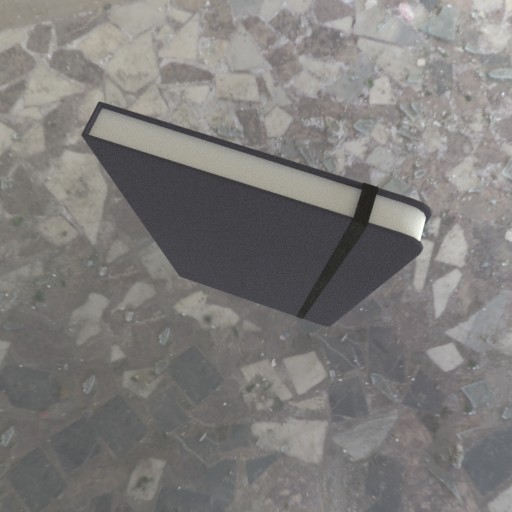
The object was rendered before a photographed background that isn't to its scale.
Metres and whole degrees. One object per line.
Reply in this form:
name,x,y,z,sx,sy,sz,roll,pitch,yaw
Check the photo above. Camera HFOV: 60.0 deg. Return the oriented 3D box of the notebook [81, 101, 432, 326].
notebook,0.000,0.000,0.256,0.127,0.213,0.016,18,74,5
